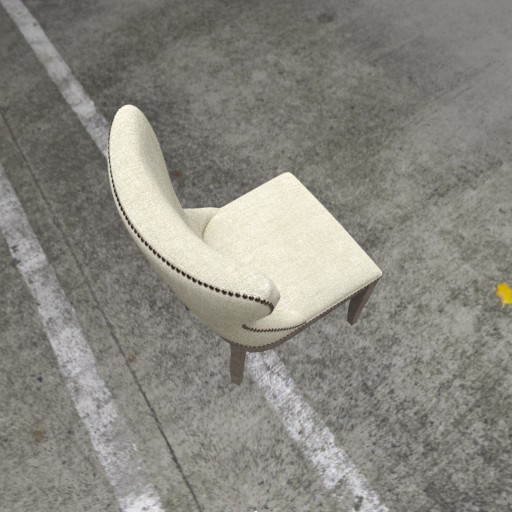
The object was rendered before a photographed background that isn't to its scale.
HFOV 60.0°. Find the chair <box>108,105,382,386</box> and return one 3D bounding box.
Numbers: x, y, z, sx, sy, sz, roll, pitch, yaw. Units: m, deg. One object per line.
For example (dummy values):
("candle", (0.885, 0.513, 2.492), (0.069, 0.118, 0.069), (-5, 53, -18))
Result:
("chair", (0.000, 0.000, 1.459), (0.681, 1.002, 0.654), (-30, 64, -16))
